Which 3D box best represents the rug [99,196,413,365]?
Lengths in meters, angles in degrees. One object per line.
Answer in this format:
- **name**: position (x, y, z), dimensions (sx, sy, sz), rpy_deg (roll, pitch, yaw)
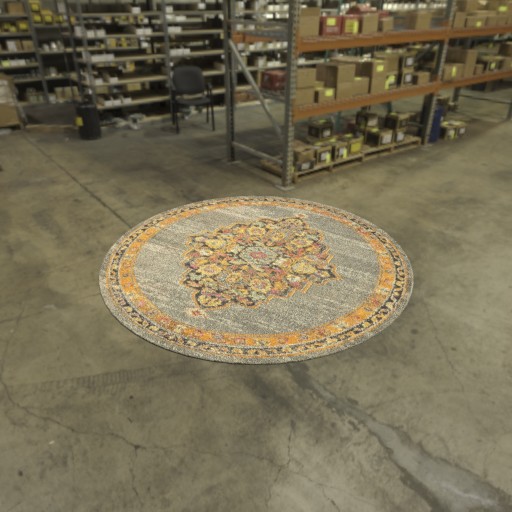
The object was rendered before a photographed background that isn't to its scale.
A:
- **rug**: position (0.000, 0.000, 2.352), dimensions (1.598, 0.010, 1.598), rpy_deg (0, 31, 0)
